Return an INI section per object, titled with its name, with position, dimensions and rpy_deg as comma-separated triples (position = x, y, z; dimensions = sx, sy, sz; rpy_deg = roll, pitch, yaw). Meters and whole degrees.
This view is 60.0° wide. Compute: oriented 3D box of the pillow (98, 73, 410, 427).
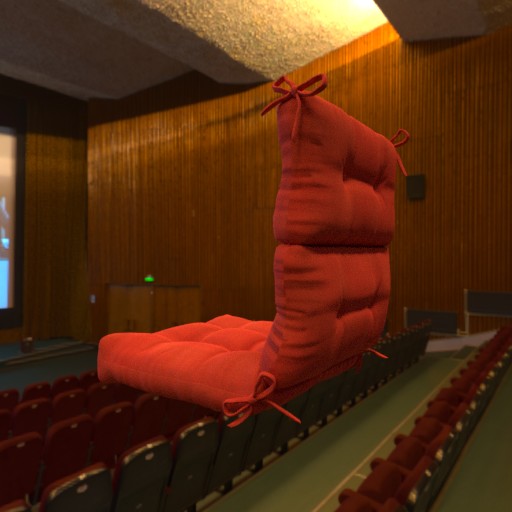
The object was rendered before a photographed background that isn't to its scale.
[pillow]
position = 0.000, 0.000, 1.019
dimensions = 0.571, 0.605, 0.519
rpy_deg = 1, 1, 34
